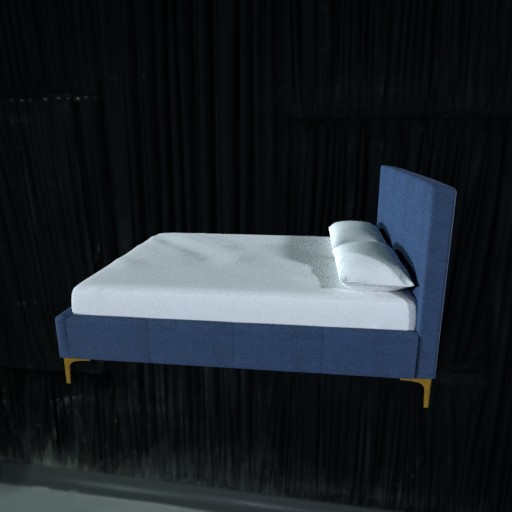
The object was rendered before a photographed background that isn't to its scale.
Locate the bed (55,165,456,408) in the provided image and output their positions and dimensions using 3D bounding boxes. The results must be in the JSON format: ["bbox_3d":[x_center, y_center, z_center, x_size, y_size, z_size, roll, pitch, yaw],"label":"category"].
[{"bbox_3d":[0.000,0.000,3.235,2.172,1.231,1.723,2,15,7],"label":"bed"}]
